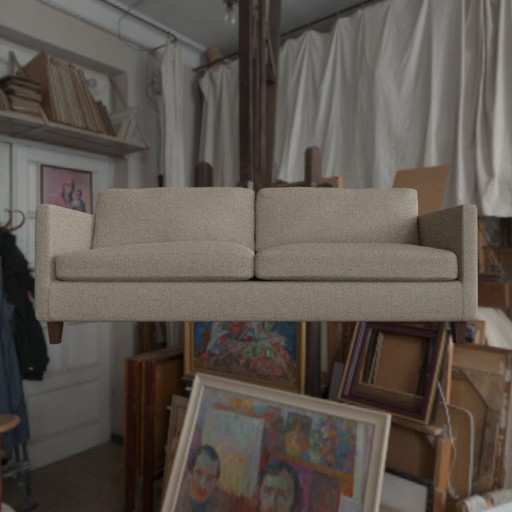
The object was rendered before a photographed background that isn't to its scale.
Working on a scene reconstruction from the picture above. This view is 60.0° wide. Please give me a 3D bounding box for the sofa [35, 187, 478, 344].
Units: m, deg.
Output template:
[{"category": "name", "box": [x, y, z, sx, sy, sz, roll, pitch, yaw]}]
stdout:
[{"category": "sofa", "box": [0.000, 0.000, 2.849, 2.434, 0.965, 0.951, 0, 0, 0]}]
